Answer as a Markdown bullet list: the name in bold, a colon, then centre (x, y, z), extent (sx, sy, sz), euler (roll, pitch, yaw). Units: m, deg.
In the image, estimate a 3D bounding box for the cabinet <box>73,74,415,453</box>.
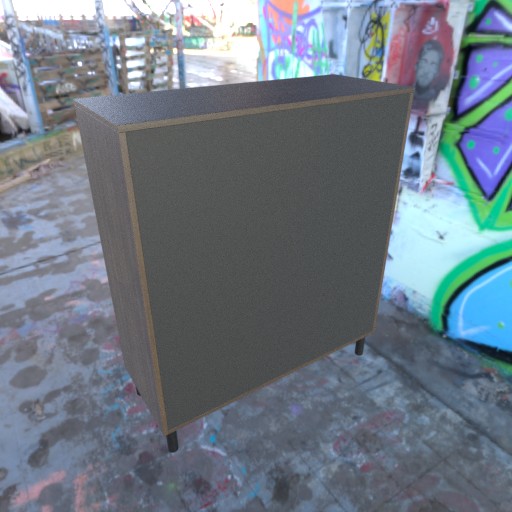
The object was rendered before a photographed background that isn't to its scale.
- **cabinet**: centre (0.000, 0.000, 1.670), extent (1.010, 1.170, 0.400), euler (-18, 34, -29)
